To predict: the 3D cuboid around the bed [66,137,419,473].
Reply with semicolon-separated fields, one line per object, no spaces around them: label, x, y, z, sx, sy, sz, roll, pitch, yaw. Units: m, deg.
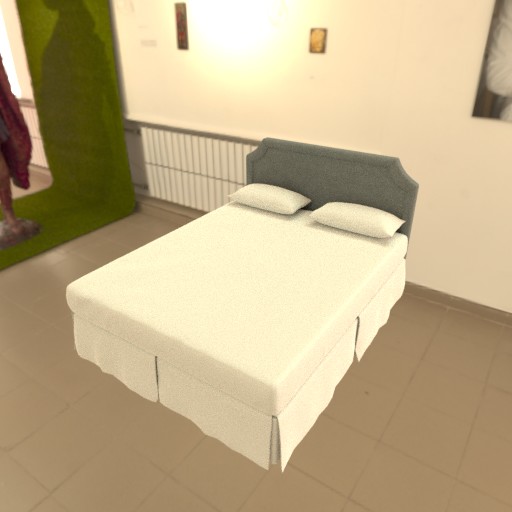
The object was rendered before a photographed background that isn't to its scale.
bed;0.000;0.000;3.669;1.977;1.306;2.464;18;33;30
